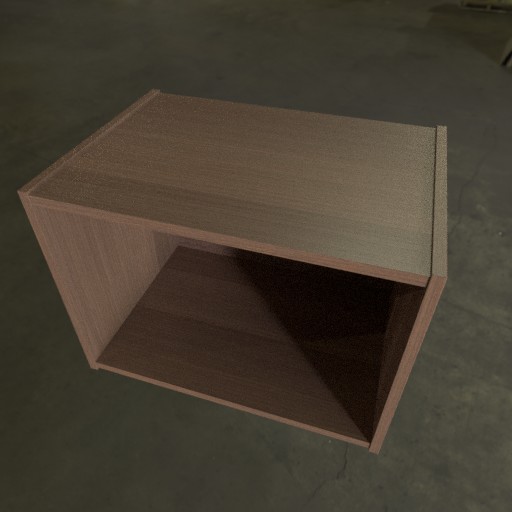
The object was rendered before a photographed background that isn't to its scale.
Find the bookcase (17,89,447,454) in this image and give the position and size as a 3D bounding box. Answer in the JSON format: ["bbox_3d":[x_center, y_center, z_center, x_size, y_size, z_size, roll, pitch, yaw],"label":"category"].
[{"bbox_3d":[0.000,0.000,0.605,0.415,0.305,0.290,12,43,13],"label":"bookcase"}]
